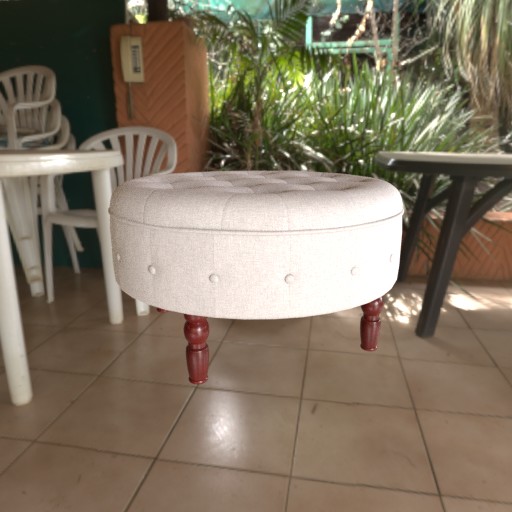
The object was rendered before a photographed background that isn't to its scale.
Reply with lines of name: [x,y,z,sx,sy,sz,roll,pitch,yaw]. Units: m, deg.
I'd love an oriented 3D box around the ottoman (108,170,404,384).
ottoman: [0.000,0.000,1.378,0.849,0.478,0.849,0,15,0]
